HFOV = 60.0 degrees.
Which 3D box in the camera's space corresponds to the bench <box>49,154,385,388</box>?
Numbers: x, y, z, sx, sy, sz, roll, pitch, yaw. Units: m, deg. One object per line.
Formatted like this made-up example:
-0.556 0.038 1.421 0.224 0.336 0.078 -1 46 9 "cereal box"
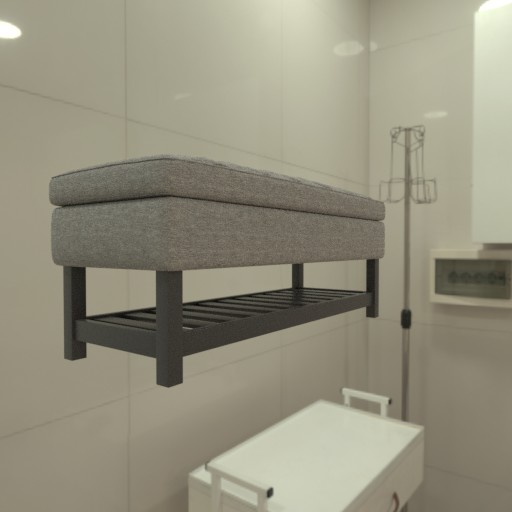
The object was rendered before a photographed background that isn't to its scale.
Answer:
0.000 0.000 1.349 0.429 0.470 1.100 1 2 37 "bench"
